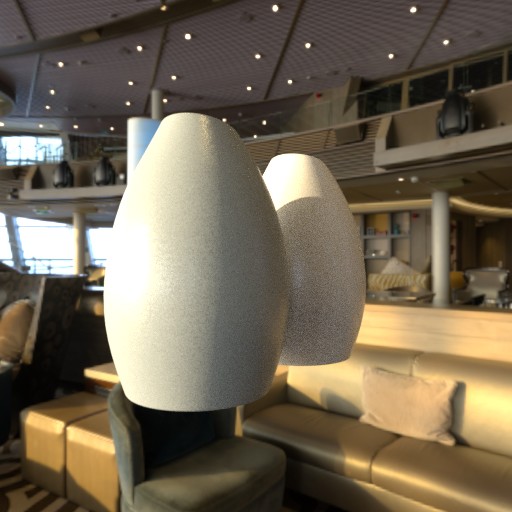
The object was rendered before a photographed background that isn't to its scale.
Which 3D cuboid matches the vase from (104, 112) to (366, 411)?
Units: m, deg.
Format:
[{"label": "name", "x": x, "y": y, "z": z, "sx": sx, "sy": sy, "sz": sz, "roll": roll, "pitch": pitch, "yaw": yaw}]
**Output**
[{"label": "vase", "x": 0.000, "y": 0.000, "z": 0.259, "sx": 0.089, "sy": 0.131, "sz": 0.187, "roll": 0, "pitch": -1, "yaw": 35}]
